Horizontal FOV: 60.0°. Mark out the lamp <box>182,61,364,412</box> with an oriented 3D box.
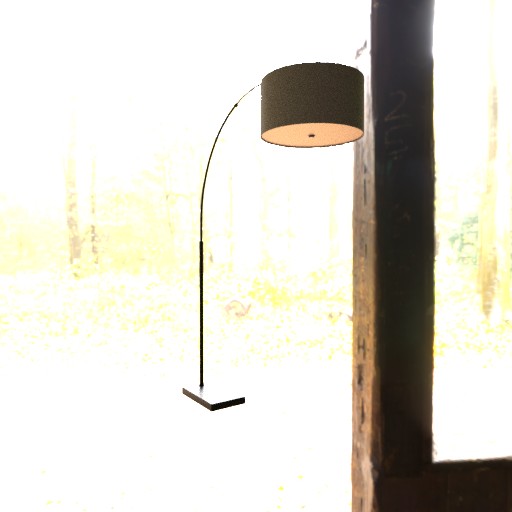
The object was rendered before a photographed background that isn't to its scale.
[{"bbox_3d":[0.000,0.000,2.529,0.493,1.927,1.424,-1,2,-35],"label":"lamp"}]
